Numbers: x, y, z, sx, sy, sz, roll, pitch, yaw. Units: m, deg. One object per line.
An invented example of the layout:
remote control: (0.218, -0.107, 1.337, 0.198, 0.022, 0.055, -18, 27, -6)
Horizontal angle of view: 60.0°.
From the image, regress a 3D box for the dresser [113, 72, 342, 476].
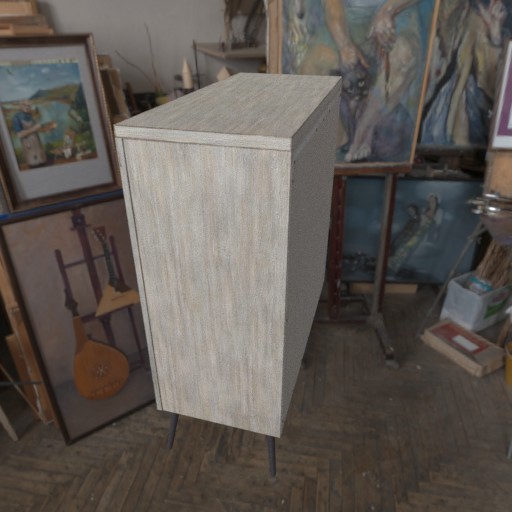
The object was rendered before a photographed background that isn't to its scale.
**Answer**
dresser: (0.000, 0.000, 1.756, 0.457, 1.219, 1.016, 8, 30, 14)
